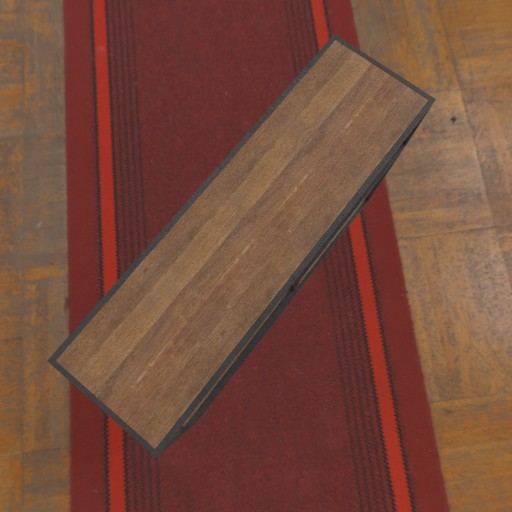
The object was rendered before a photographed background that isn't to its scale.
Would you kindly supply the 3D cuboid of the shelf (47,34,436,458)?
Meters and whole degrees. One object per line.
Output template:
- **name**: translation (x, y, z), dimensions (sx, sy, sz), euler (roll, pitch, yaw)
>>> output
- **shelf**: translation (0.000, 0.000, 1.539), dimensions (0.361, 0.765, 1.201), euler (37, 79, 9)
